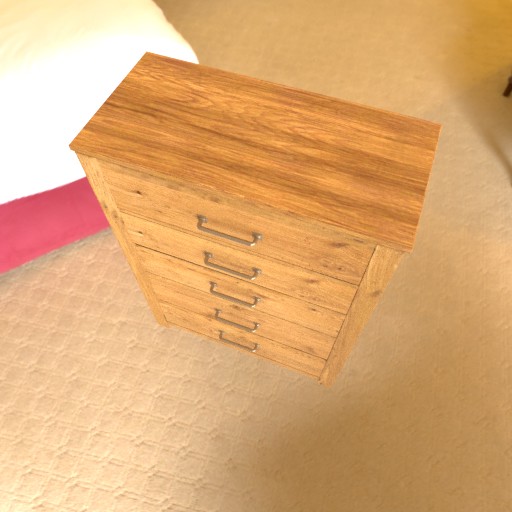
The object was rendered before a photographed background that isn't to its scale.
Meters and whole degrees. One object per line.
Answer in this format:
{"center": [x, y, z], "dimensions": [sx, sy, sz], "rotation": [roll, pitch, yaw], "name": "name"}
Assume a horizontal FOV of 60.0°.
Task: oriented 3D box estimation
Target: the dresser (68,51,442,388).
{"center": [0.000, 0.000, 2.009], "dimensions": [1.081, 1.431, 0.558], "rotation": [18, 60, 11], "name": "dresser"}
